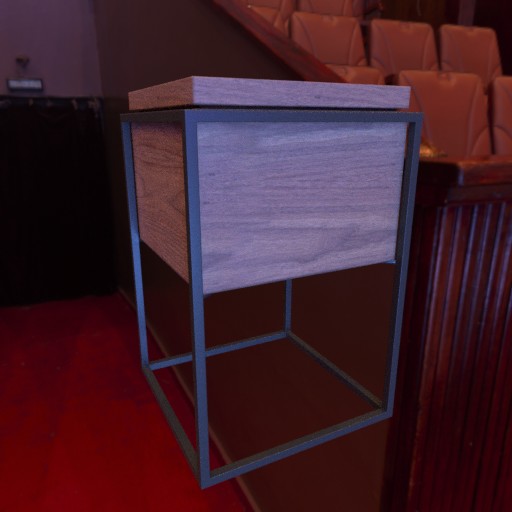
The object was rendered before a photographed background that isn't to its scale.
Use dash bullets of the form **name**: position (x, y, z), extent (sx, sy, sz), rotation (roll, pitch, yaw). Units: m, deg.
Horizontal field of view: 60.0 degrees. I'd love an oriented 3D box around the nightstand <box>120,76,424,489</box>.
- **nightstand**: position (0.000, 0.000, 0.863), extent (0.397, 0.607, 0.397), rotation (-8, 19, -26)
